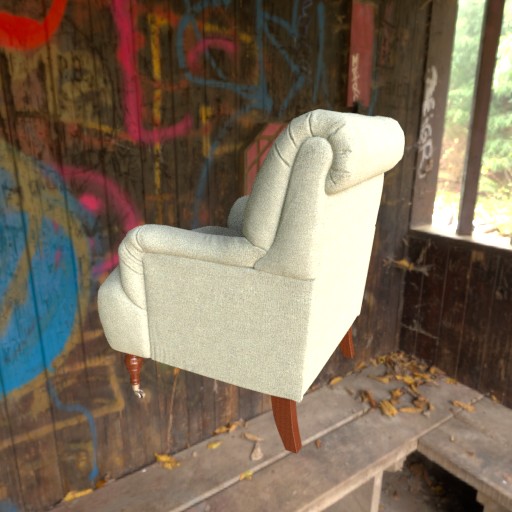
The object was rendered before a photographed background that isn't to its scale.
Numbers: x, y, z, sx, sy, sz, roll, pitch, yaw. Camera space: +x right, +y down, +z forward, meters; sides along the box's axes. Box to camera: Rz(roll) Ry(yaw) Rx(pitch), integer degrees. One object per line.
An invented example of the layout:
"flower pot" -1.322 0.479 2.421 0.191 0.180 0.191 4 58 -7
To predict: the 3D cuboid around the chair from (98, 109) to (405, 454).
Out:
"chair" 0.000 0.000 1.939 1.060 1.178 0.964 8 18 25
